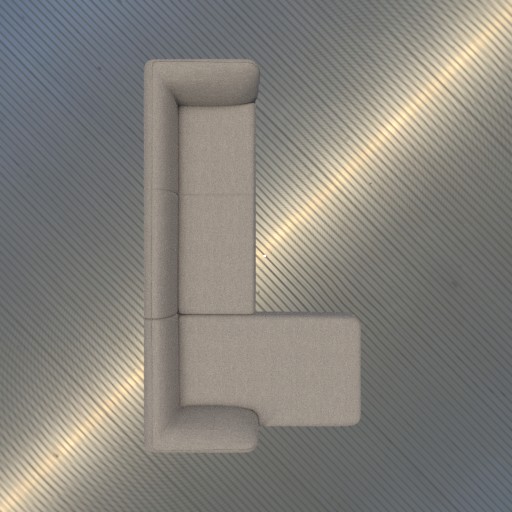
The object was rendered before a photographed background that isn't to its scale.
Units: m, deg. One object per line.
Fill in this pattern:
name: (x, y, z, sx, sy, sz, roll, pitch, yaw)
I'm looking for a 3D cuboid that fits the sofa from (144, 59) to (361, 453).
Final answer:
sofa: (0.000, 0.000, 3.271, 1.532, 0.693, 2.653, 0, 90, 1)
